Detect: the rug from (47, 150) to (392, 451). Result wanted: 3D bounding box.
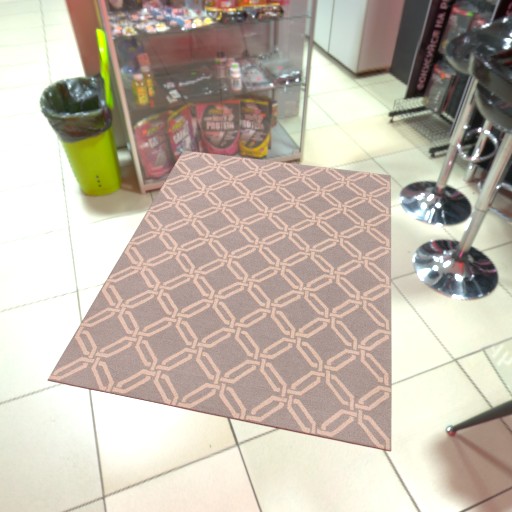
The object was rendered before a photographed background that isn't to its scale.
[{"bbox_3d":[0.000,0.000,3.831,2.288,0.018,2.895,9,46,8],"label":"rug"}]
